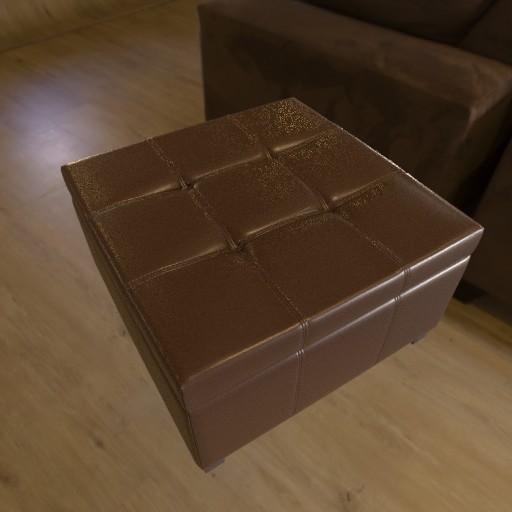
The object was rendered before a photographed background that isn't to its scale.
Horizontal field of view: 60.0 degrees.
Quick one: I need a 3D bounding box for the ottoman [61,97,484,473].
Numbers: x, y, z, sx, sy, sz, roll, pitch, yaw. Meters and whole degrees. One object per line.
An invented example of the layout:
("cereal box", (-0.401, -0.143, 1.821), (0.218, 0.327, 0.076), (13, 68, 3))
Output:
("ottoman", (0.000, 0.000, 1.261), (0.788, 0.460, 0.787), (-24, 50, -22))
